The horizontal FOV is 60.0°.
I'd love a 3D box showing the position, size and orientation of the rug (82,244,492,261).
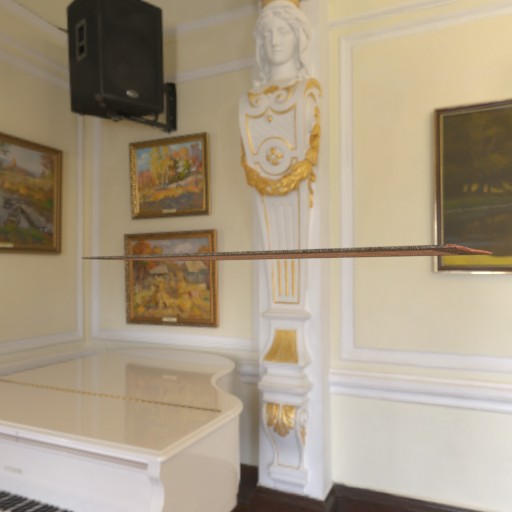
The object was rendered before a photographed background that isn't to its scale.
[{"bbox_3d":[0.000,0.000,2.662,2.413,0.016,0.810,-2,-3,37],"label":"rug"}]
